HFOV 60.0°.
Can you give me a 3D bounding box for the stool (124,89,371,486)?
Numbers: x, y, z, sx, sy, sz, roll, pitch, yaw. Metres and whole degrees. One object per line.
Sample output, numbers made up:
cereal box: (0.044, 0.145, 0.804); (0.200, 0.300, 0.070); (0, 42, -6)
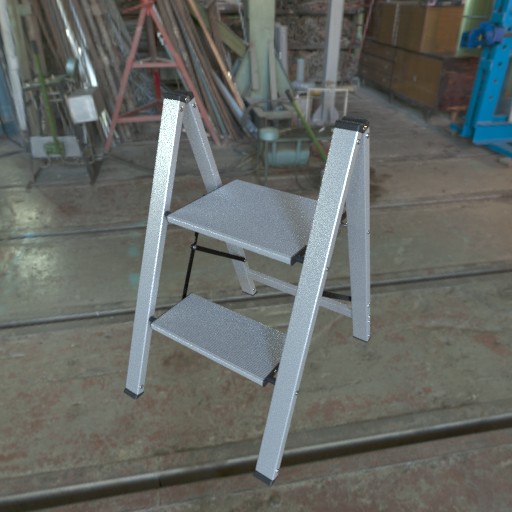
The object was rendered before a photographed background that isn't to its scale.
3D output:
stool: (0.000, 0.000, 1.008); (0.440, 0.670, 0.535); (20, 37, 28)
